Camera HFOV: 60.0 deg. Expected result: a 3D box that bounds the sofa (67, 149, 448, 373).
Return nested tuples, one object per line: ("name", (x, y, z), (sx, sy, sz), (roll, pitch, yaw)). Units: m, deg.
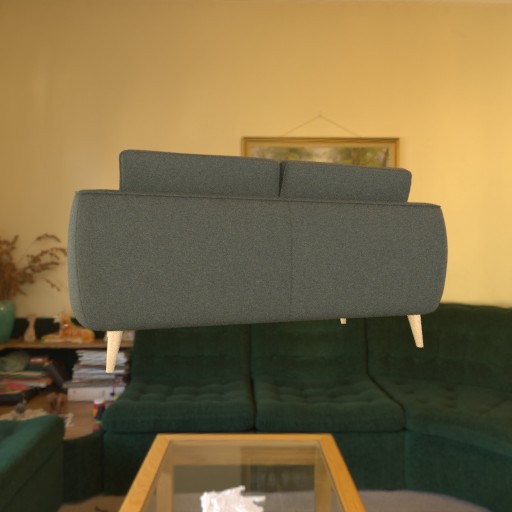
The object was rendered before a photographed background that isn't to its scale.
("sofa", (0.000, 0.000, 2.221), (1.700, 0.850, 0.920), (0, 1, -18))
